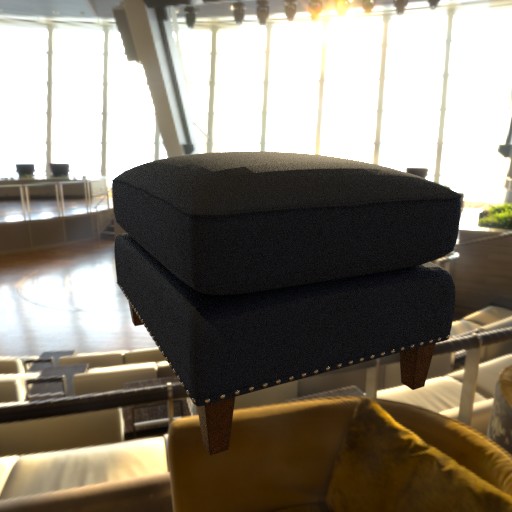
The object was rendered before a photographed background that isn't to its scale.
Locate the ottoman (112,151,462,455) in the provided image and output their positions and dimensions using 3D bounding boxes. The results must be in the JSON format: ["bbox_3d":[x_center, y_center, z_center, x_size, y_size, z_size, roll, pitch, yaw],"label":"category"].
[{"bbox_3d":[0.000,0.000,1.114,0.584,0.513,0.741,-7,16,-26],"label":"ottoman"}]
